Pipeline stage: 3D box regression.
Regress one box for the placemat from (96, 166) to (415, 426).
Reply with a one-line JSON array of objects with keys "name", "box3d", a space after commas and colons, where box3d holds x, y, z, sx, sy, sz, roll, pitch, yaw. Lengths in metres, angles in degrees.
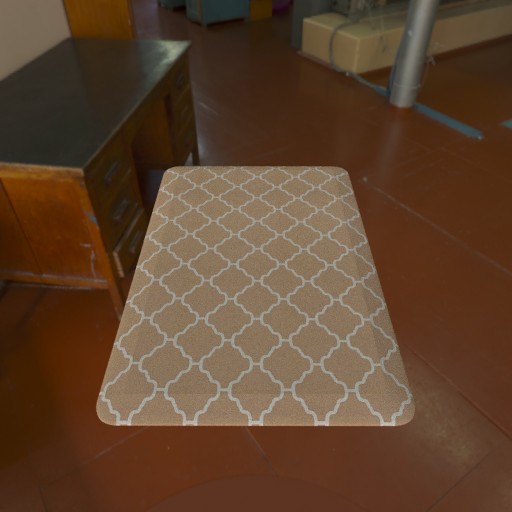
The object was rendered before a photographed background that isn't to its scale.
[{"name": "placemat", "box3d": [0.000, 0.000, 0.959, 0.508, 0.021, 0.762, 0, 42, 0]}]
